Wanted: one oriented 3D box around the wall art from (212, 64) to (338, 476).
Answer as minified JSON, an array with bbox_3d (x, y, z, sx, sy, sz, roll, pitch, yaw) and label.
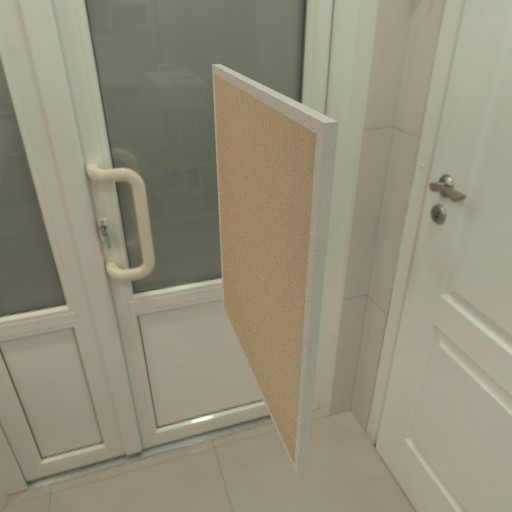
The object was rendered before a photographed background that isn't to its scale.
[{"bbox_3d":[0.000,0.000,0.624,0.013,0.456,0.382,-9,31,-16],"label":"wall art"}]
